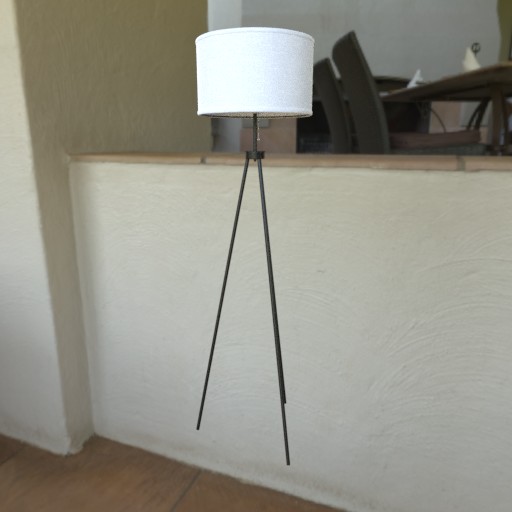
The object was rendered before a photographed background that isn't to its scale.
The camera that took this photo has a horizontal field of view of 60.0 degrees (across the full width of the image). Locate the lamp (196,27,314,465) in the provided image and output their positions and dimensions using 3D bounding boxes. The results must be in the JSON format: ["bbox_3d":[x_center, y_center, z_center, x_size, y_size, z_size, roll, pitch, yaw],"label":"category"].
[{"bbox_3d":[0.000,0.000,1.752,0.448,1.545,0.458,7,16,25],"label":"lamp"}]
